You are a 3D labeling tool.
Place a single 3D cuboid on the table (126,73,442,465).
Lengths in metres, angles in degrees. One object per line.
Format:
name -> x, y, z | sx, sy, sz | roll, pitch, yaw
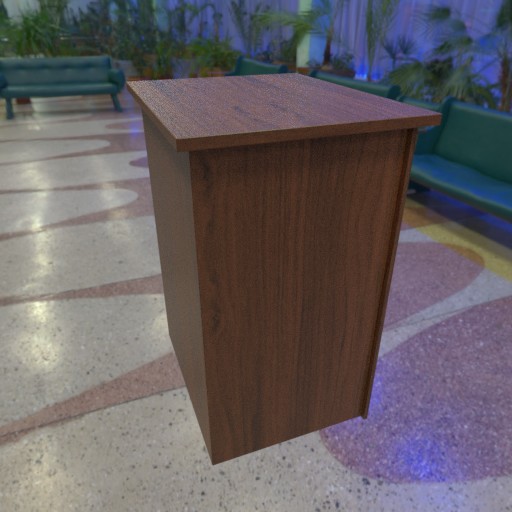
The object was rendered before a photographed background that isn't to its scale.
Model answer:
table -> 0.000, 0.000, 0.918 | 0.381, 0.636, 0.480 | -11, 31, -18
